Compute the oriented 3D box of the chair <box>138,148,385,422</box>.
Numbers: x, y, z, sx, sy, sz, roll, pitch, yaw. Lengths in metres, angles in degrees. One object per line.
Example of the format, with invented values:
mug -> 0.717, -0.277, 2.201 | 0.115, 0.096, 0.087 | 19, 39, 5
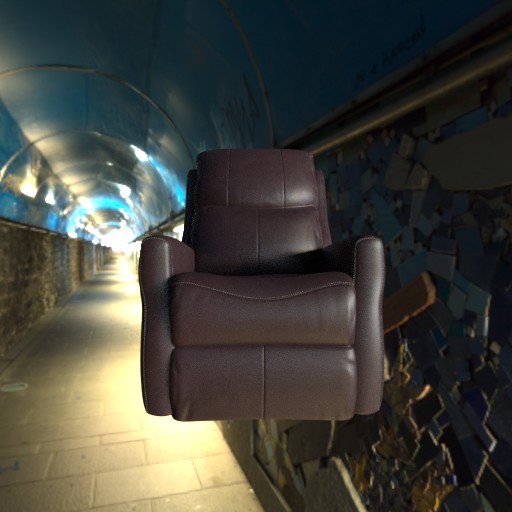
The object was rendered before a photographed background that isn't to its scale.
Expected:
chair -> 0.000, 0.000, 1.797 | 0.829, 1.030, 1.080 | 0, 1, -2
